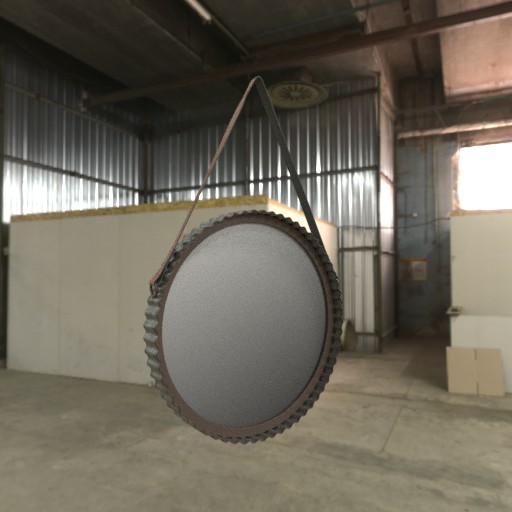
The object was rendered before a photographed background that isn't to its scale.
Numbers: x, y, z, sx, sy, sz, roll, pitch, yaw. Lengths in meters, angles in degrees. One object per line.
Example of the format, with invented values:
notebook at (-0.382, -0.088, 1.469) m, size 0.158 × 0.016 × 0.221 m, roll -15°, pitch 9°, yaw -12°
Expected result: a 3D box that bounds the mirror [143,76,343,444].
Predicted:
mirror at (0.000, 0.000, 0.700) m, size 0.355 × 0.568 × 0.042 m, roll 1°, pitch -2°, yaw -36°
